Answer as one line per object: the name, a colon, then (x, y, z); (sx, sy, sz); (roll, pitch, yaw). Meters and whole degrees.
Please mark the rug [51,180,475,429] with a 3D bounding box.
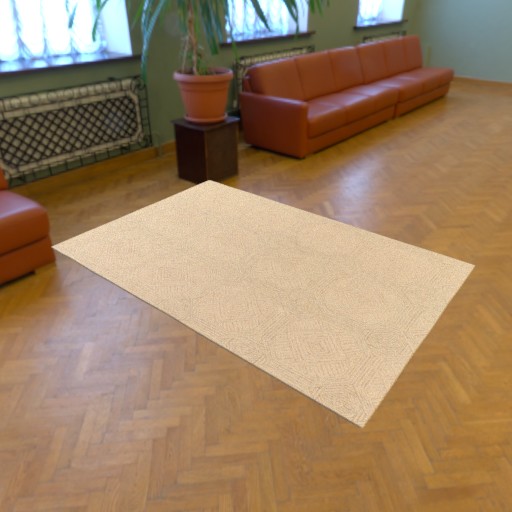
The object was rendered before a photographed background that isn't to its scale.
rug: (0.000, 0.000, 2.301); (1.839, 0.009, 1.236); (22, 38, 32)
